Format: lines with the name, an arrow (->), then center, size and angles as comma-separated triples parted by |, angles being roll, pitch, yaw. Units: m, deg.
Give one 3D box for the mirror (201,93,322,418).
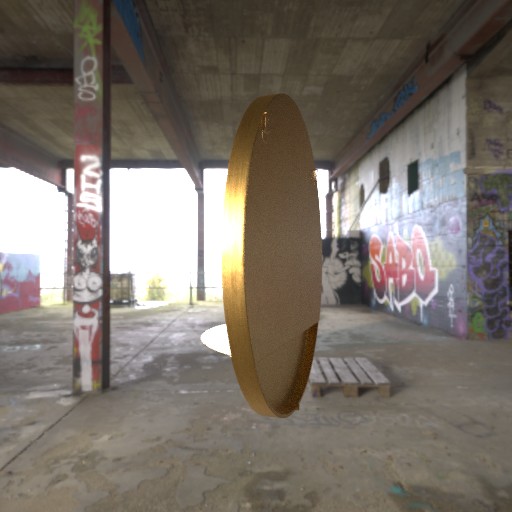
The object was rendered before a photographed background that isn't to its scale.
mirror -> 0.000, 0.000, 0.680 | 0.133, 0.457, 0.457 | 0, -1, 18
